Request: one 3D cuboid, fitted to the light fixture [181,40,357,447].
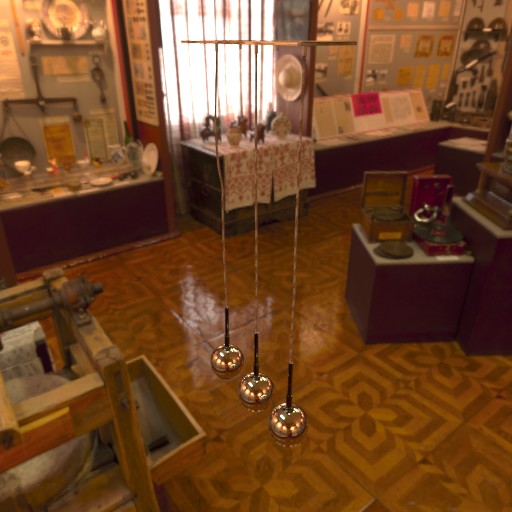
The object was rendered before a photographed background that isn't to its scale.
[{"bbox_3d":[0.000,0.000,1.611,0.188,1.408,0.623,-17,31,-31],"label":"light fixture"}]
